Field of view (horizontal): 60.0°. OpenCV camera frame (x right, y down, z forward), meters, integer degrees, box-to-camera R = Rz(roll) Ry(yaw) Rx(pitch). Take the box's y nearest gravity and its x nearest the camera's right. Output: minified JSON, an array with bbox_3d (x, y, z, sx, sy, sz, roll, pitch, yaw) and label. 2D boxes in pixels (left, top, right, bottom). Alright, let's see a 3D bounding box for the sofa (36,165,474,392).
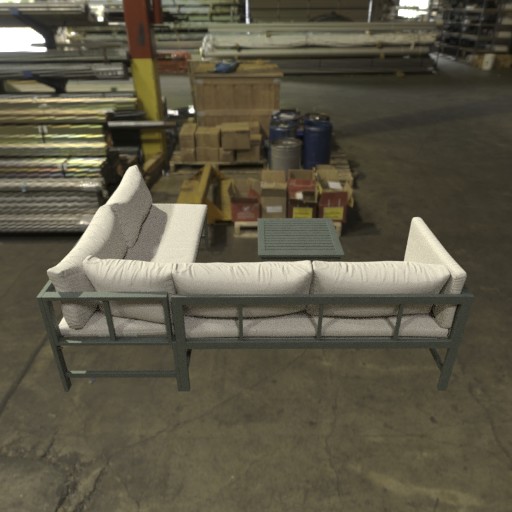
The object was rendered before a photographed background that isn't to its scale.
[{"bbox_3d":[0.000,0.000,2.955,2.096,0.758,1.658,0,30,0],"label":"sofa"}]
